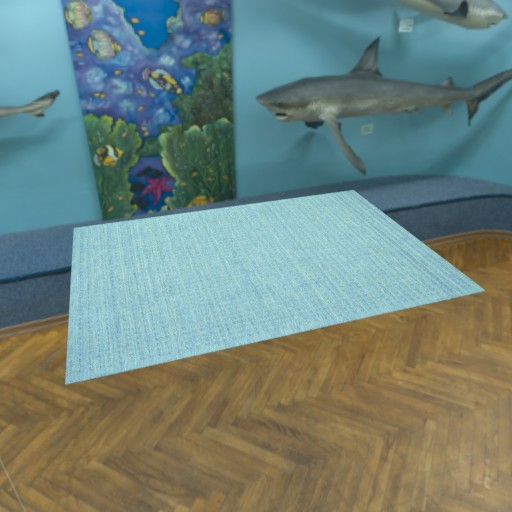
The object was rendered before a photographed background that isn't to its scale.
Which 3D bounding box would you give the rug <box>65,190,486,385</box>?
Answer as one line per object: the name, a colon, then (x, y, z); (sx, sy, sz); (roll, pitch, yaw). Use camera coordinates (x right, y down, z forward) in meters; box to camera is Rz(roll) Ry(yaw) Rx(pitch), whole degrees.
rug: (0.000, 0.000, 3.673); (2.895, 0.006, 1.982); (-10, 33, -15)
